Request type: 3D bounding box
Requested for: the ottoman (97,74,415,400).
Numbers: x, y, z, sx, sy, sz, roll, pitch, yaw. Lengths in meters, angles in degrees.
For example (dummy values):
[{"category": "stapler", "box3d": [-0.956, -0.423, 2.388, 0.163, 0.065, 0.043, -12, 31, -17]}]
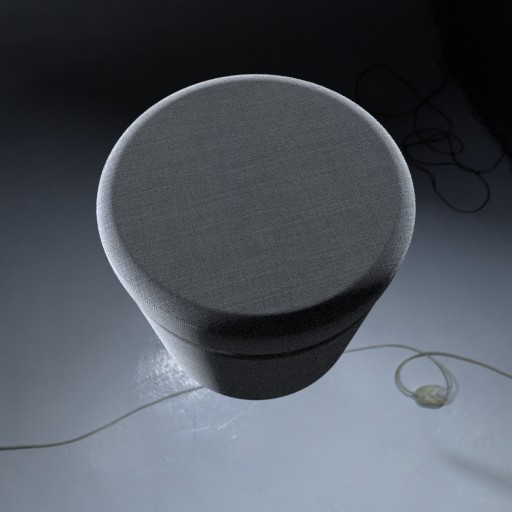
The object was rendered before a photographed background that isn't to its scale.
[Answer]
[{"category": "ottoman", "box3d": [0.000, 0.000, 0.725, 0.400, 0.406, 0.400, 0, 63, 0]}]
